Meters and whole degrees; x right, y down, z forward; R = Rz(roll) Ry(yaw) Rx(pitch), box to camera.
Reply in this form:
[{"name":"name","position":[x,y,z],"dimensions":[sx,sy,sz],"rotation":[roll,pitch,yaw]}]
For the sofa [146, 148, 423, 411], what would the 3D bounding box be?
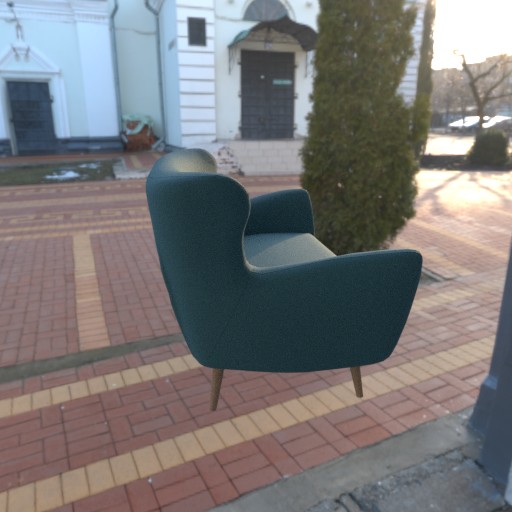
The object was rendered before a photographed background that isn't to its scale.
[{"name":"sofa","position":[0.000,0.000,2.015],"dimensions":[0.889,0.889,1.397],"rotation":[-3,17,-9]}]
